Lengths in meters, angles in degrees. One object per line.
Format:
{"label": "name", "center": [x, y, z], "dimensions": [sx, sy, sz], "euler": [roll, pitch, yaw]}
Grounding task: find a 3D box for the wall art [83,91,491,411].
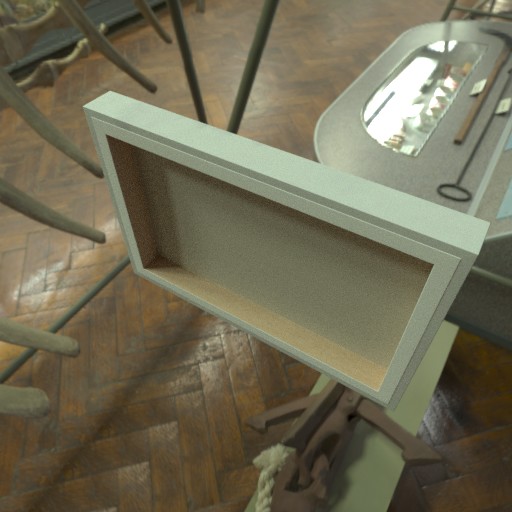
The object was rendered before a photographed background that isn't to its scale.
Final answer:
{"label": "wall art", "center": [0.000, 0.000, 0.475], "dimensions": [0.381, 0.254, 0.038], "euler": [25, 52, 21]}
